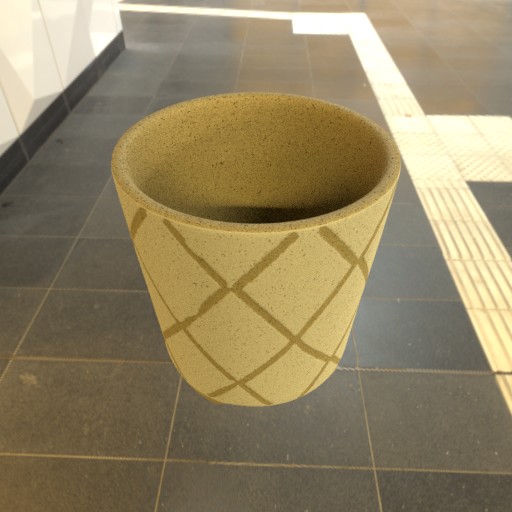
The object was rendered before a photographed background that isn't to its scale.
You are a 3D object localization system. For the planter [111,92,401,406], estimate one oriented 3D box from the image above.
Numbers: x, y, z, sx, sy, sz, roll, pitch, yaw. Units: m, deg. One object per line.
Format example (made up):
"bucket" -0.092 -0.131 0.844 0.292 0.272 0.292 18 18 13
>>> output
"planter" 0.000 0.000 0.364 0.191 0.199 0.191 0 41 0
